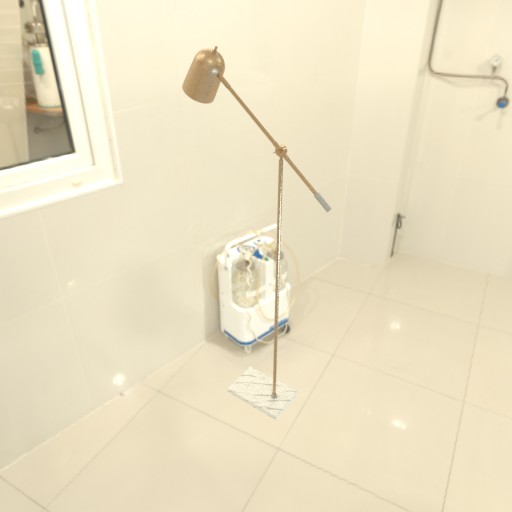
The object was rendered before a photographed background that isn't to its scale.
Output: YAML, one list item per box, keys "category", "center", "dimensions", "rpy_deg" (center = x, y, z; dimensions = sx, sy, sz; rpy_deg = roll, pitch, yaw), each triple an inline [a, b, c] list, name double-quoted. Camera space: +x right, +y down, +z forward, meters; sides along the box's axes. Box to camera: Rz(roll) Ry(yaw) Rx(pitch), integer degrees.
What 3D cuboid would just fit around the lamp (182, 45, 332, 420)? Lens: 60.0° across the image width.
- category: "lamp"
  center: [0.000, 0.000, 1.872]
  dimensions: [0.653, 1.594, 0.194]
  rpy_deg: [20, 36, 31]
